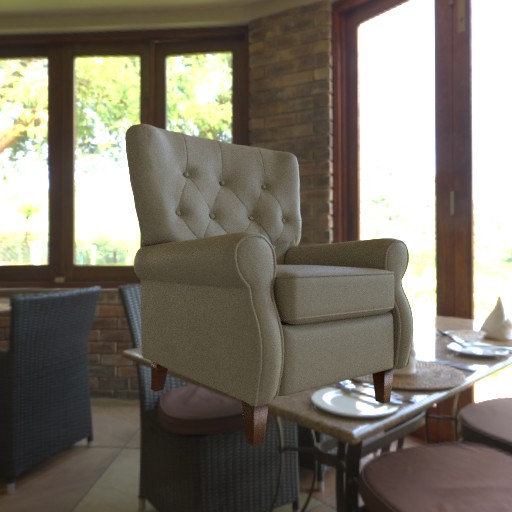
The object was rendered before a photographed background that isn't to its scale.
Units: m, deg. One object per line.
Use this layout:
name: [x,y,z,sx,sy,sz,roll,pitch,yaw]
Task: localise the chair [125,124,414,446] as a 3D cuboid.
chair: [0.000,0.000,1.894,0.943,1.158,1.059,0,0,-38]
